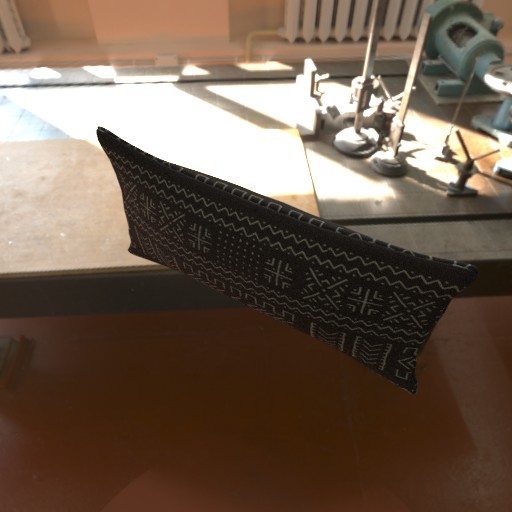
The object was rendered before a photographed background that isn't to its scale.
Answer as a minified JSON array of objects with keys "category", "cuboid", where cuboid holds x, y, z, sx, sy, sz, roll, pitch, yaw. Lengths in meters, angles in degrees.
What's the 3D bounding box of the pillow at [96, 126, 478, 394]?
[{"category":"pillow","cuboid":[0.000,0.000,0.784,0.667,0.322,0.135,24,51,21]}]
